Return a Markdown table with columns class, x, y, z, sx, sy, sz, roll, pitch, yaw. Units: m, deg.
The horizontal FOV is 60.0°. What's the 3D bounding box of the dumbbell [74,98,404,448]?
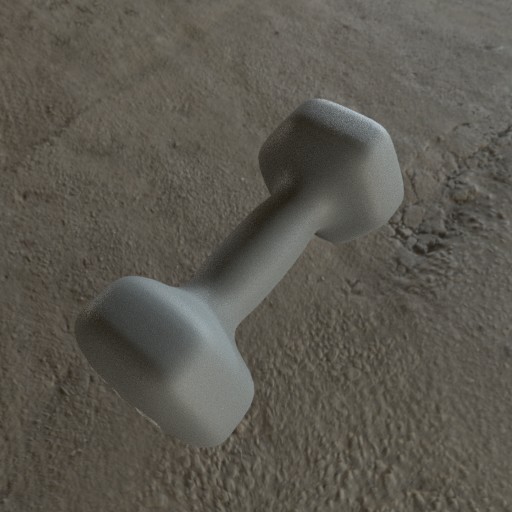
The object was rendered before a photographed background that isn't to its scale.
| class | x | y | z | sx | sy | sz | roll | pitch | yaw |
| --- | --- | --- | --- | --- | --- | --- | --- | --- | --- |
| dumbbell | 0.000 | 0.000 | 0.229 | 0.090 | 0.081 | 0.184 | 33 | 63 | 19 |
